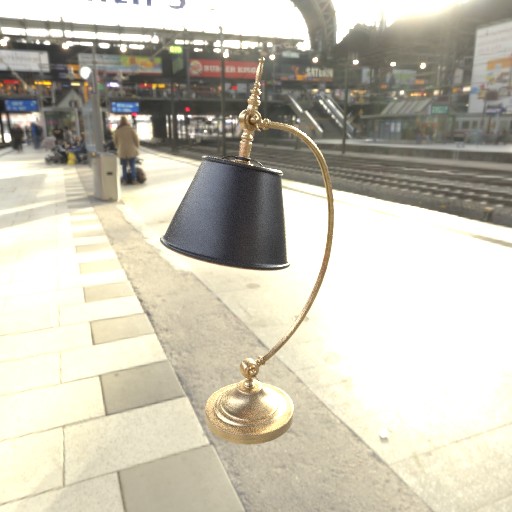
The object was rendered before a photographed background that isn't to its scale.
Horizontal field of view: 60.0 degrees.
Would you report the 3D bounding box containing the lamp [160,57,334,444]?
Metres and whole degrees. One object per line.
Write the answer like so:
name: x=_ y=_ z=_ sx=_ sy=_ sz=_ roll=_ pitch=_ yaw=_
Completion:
lamp: x=0.000 y=0.000 z=0.815 sx=0.344 sy=0.675 sz=0.235 roll=-7 pitch=18 yaw=-24
